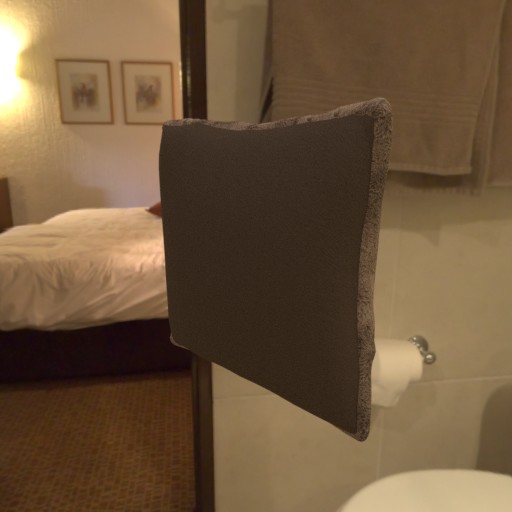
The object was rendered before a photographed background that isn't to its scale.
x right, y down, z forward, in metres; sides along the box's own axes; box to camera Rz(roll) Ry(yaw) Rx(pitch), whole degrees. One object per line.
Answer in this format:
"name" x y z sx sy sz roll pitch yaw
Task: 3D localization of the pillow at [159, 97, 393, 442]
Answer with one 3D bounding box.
"pillow" 0.000 0.000 0.818 0.522 0.520 0.204 14 20 43
